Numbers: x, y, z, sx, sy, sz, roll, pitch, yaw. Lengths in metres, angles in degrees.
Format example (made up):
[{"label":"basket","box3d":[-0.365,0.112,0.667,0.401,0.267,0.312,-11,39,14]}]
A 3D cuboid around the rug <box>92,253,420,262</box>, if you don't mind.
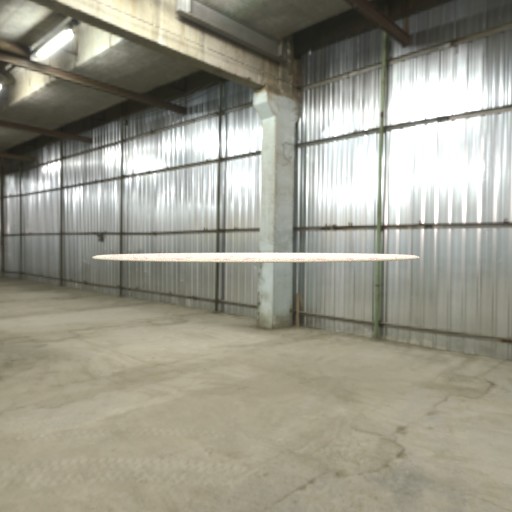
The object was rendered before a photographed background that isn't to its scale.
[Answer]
[{"label":"rug","box3d":[0.000,0.000,2.299,1.593,0.012,1.593,0,1,0]}]
